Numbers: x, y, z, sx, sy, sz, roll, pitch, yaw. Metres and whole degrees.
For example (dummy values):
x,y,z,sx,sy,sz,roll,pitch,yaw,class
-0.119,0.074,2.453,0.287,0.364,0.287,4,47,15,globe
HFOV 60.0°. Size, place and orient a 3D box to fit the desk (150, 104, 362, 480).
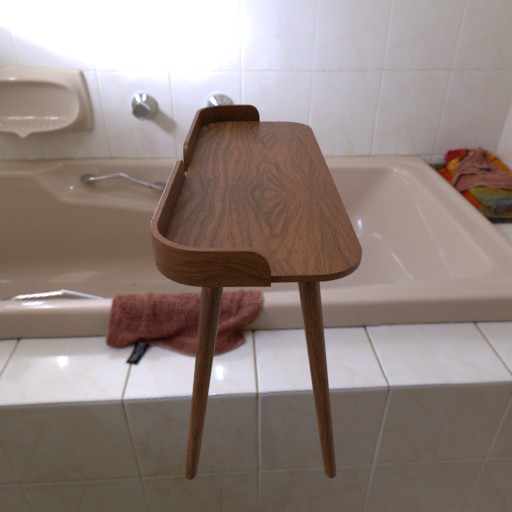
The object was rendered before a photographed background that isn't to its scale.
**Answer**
x,y,z,sx,sy,sz,roll,pitch,yaw,class
0.000,0.000,1.639,0.486,0.800,1.256,0,32,-1,desk
